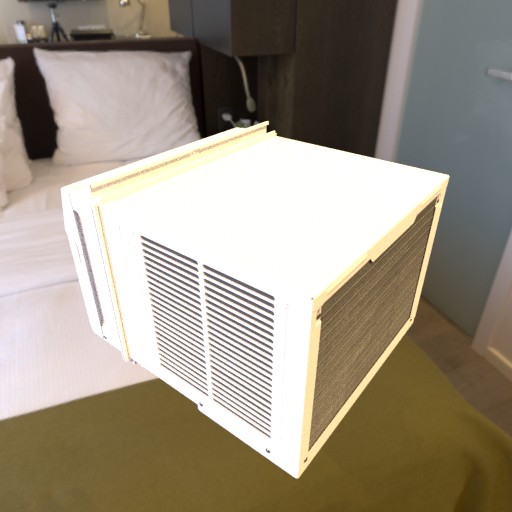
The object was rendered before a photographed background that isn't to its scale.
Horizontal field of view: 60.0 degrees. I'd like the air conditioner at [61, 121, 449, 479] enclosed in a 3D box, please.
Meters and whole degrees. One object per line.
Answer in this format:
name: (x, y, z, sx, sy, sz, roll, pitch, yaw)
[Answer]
air conditioner: (0.000, 0.000, 0.895, 0.546, 0.388, 0.503, 22, 38, 32)
